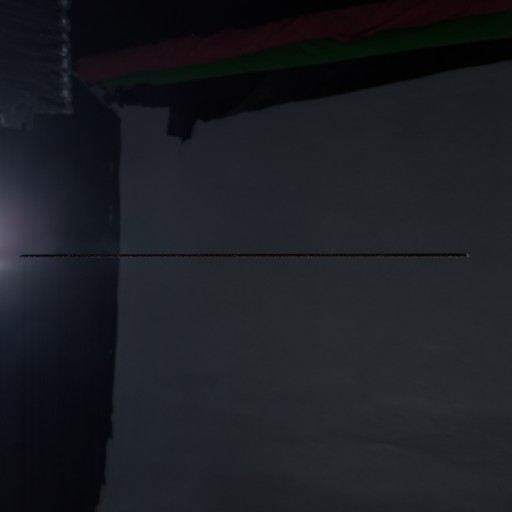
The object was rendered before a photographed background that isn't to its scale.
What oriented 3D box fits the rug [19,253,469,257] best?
[{"bbox_3d":[0.000,0.000,2.291,1.836,0.012,1.239,0,0,18],"label":"rug"}]
